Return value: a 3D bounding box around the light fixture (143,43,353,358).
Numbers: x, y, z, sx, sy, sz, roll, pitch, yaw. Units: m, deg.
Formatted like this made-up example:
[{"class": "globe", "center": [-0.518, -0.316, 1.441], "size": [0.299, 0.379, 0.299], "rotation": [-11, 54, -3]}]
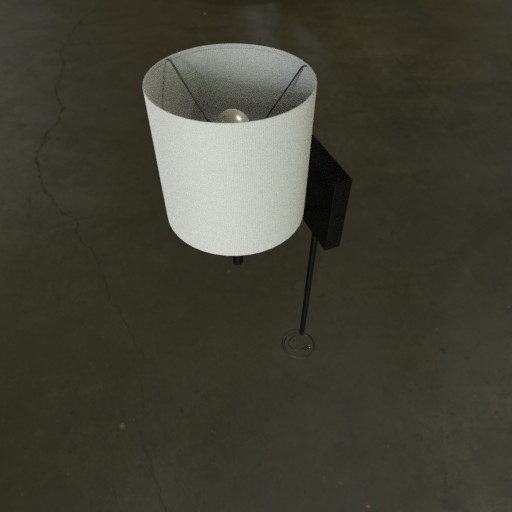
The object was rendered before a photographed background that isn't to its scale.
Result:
[{"class": "light fixture", "center": [0.000, 0.000, 0.704], "size": [0.248, 0.589, 0.188], "rotation": [-16, 49, -14]}]
